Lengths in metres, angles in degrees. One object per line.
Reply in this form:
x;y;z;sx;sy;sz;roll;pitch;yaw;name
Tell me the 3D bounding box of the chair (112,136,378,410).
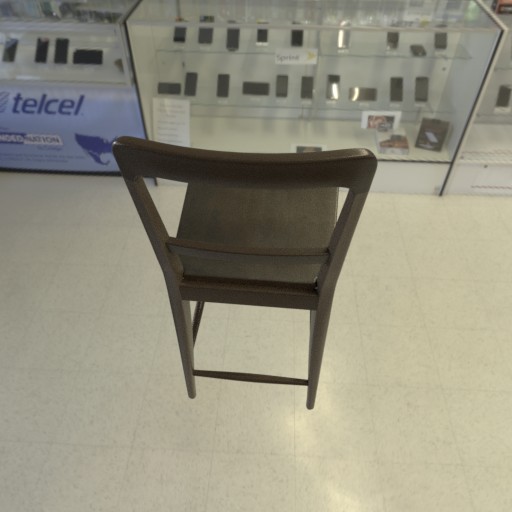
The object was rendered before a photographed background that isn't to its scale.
0.000;0.000;1.229;0.450;0.991;0.546;4;45;4;chair
